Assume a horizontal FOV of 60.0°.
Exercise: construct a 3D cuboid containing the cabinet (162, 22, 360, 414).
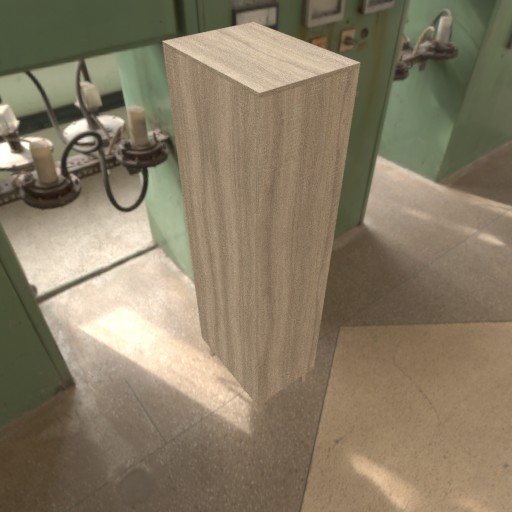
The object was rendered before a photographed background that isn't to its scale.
[{"bbox_3d":[0.000,0.000,2.105,0.400,1.850,0.570,-27,49,-26],"label":"cabinet"}]
